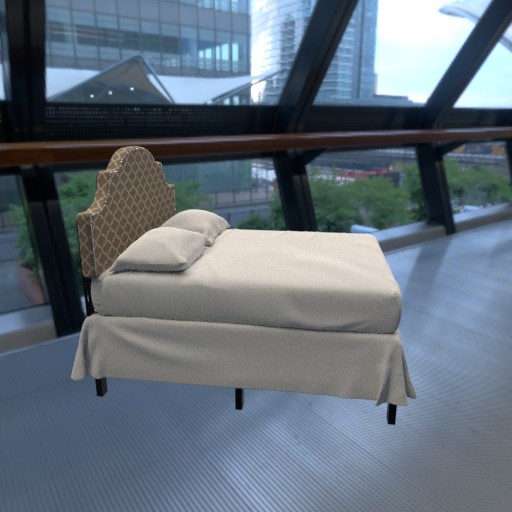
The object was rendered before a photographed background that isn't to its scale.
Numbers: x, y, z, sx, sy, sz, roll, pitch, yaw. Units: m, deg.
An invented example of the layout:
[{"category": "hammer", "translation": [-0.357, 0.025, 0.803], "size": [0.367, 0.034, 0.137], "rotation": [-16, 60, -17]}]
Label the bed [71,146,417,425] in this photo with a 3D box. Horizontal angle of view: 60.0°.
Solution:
[{"category": "bed", "translation": [0.000, 0.000, 3.417], "size": [2.222, 1.633, 1.780], "rotation": [2, 16, 9]}]
